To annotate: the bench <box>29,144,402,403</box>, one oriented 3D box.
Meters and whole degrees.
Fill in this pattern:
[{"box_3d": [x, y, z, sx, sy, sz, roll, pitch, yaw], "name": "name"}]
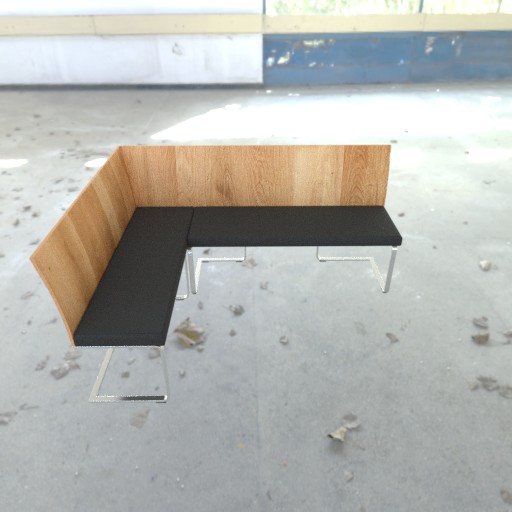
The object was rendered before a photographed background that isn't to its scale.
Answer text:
[{"box_3d": [0.000, 0.000, 2.770, 1.945, 0.930, 1.495, 0, 32, -1], "name": "bench"}]
